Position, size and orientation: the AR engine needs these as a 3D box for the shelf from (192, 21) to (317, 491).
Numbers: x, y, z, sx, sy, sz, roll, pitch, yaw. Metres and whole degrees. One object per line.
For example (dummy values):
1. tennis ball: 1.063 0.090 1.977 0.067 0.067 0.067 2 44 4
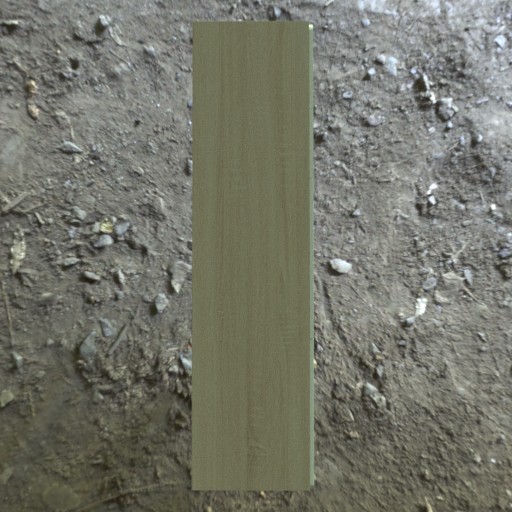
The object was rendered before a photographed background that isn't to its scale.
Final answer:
1. shelf: 0.000 0.000 1.795 0.400 0.780 1.490 0 89 0
